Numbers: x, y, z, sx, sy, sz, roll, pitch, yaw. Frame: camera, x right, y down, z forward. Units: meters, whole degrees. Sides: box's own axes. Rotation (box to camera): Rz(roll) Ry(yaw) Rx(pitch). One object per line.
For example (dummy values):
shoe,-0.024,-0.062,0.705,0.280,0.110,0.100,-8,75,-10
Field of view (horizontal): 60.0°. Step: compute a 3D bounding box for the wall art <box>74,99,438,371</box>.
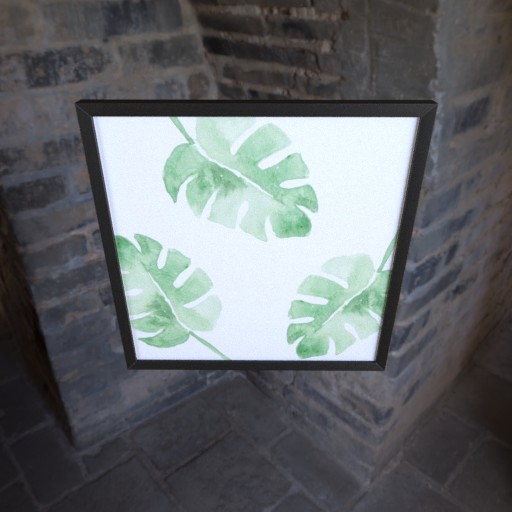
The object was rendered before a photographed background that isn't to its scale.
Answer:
wall art,0.000,0.000,1.139,0.765,0.765,0.038,0,30,0
